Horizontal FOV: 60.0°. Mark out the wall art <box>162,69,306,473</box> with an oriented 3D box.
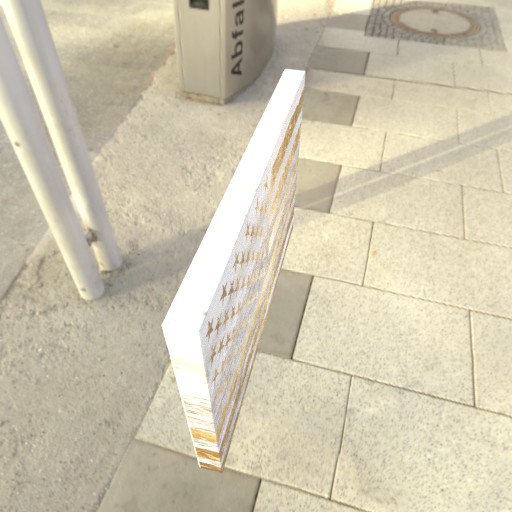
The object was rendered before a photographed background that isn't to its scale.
[{"bbox_3d":[0.000,0.000,0.785,0.041,0.407,0.606,10,47,10],"label":"wall art"}]
